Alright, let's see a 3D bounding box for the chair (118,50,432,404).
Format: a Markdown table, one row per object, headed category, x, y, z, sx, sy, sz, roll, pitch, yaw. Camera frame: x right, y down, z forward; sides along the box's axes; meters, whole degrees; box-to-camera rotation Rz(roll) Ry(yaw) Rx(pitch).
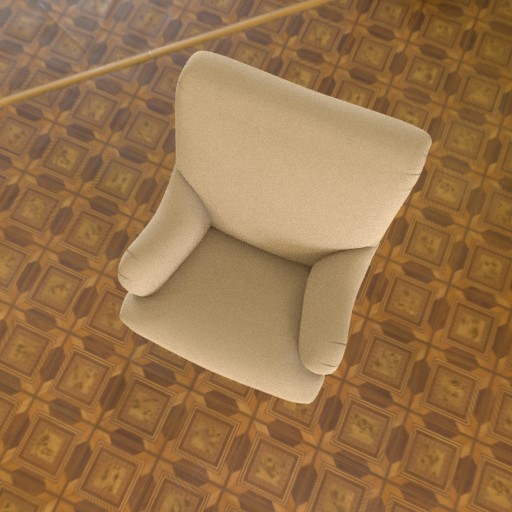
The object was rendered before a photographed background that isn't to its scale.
| category | x | y | z | sx | sy | sz | roll | pitch | yaw |
| --- | --- | --- | --- | --- | --- | --- | --- | --- | --- |
| chair | 0.000 | 0.000 | 1.559 | 0.766 | 0.942 | 0.842 | 22 | 76 | 6 |
